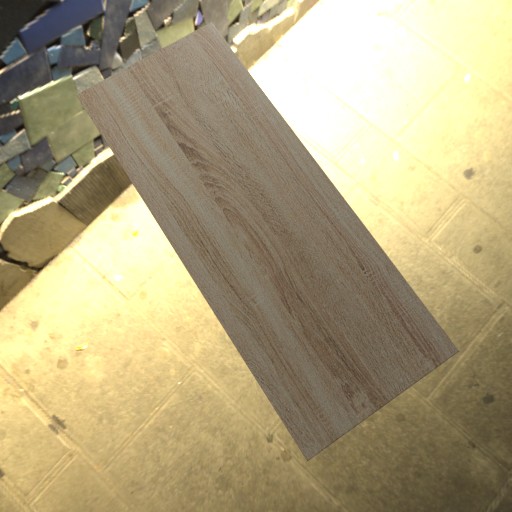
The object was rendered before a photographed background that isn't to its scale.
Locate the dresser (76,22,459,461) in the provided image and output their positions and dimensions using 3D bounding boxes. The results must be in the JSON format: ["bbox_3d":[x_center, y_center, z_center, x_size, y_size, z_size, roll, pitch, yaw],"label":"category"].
[{"bbox_3d":[0.000,0.000,1.556,0.450,0.900,1.100,-32,78,-8],"label":"dresser"}]
